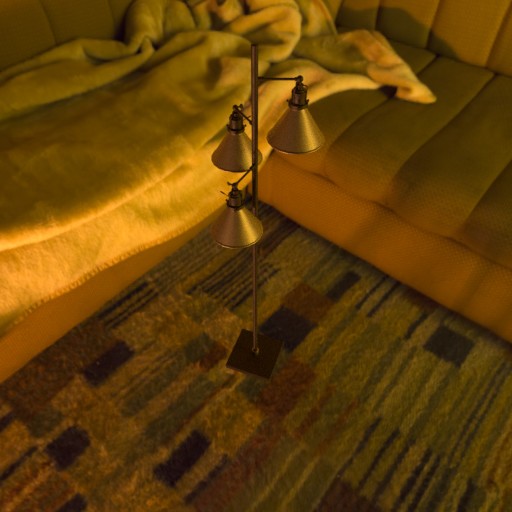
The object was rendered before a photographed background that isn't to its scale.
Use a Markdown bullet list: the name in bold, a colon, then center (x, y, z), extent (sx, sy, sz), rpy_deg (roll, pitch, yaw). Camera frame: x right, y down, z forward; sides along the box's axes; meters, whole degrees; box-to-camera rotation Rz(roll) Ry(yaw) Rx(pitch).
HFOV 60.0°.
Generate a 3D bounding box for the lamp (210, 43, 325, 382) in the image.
- **lamp**: center (0.000, 0.000, 1.874), extent (0.428, 1.716, 0.415), rpy_deg (15, 49, 13)
